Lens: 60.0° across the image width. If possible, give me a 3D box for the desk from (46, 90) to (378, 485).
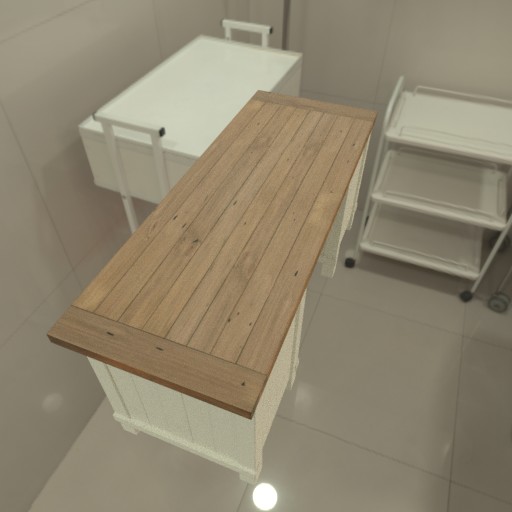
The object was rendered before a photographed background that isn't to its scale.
[{"bbox_3d":[0.000,0.000,2.147,0.688,0.760,1.803,16,48,15],"label":"desk"}]
